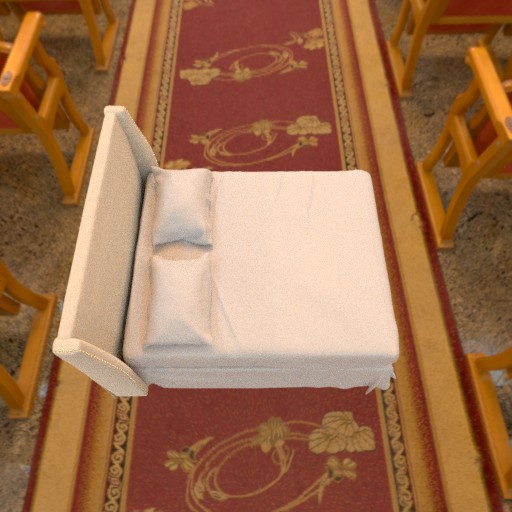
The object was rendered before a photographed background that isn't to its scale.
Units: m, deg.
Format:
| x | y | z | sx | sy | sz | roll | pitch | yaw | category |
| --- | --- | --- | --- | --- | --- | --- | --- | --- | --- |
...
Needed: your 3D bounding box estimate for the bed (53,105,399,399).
| x | y | z | sx | sy | sz | roll | pitch | yaw | category |
| --- | --- | --- | --- | --- | --- | --- | --- | --- | --- |
| 0.000 | 0.000 | 3.448 | 2.276 | 1.332 | 1.925 | 0 | 62 | 0 | bed |
